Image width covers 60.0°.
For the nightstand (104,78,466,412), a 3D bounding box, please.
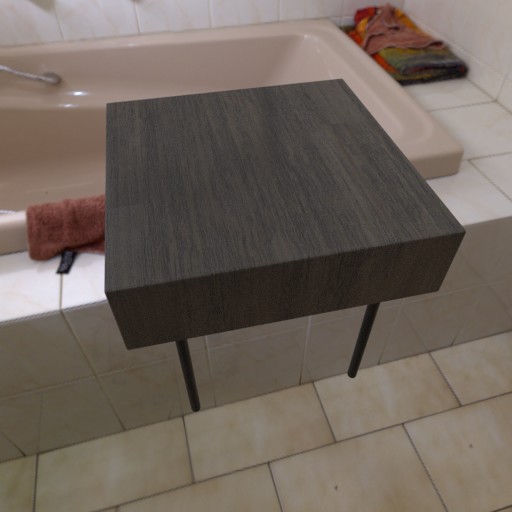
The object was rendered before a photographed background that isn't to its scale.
[{"bbox_3d":[0.000,0.000,0.938,0.503,0.497,0.502,-9,47,-9],"label":"nightstand"}]
